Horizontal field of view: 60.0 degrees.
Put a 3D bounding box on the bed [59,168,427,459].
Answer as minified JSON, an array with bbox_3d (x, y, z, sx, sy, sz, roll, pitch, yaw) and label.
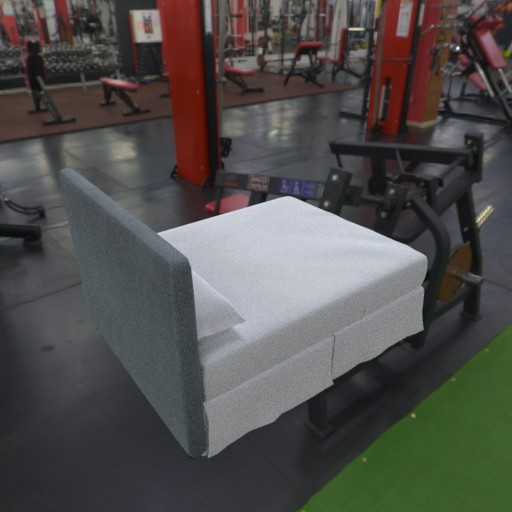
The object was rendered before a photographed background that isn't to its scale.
[{"bbox_3d":[0.000,0.000,3.278,2.142,1.330,1.713,-20,34,-32],"label":"bed"}]
